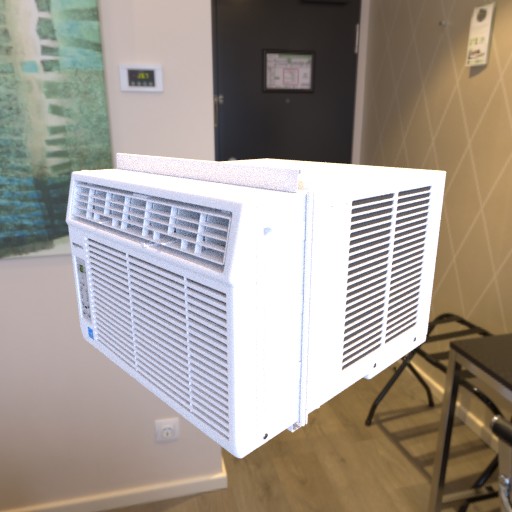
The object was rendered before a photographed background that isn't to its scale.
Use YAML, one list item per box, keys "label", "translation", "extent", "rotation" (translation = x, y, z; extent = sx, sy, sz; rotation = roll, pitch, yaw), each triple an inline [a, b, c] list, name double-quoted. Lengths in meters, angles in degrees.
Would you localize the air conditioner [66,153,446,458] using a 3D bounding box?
- label: "air conditioner"
  translation: [0.000, 0.000, 0.874]
  extent: [0.546, 0.388, 0.503]
  rotation: [-15, 22, -42]
